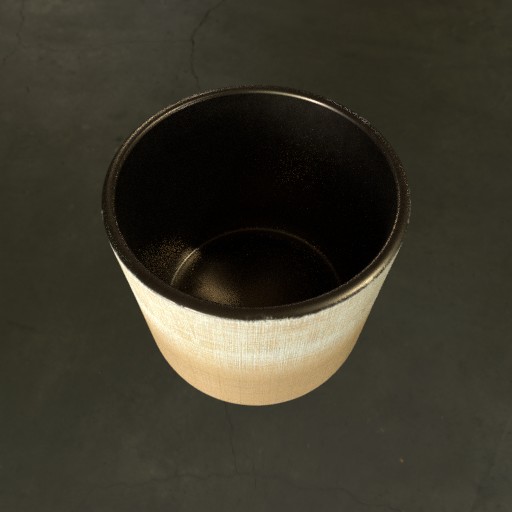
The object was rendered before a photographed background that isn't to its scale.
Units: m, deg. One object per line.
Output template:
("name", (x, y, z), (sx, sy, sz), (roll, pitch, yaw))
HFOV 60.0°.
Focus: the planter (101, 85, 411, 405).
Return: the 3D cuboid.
("planter", (0.000, 0.000, 0.398), (0.221, 0.201, 0.221), (0, 57, 0))
